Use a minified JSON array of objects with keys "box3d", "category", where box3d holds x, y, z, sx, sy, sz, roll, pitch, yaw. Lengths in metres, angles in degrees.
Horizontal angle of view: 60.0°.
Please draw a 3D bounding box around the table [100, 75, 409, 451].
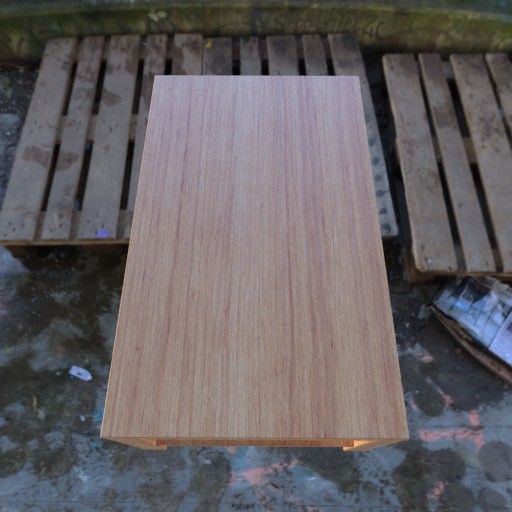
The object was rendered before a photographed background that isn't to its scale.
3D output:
[{"box3d":[0.000,0.000,1.457,0.695,0.457,1.146,0,63,0],"category":"table"}]
